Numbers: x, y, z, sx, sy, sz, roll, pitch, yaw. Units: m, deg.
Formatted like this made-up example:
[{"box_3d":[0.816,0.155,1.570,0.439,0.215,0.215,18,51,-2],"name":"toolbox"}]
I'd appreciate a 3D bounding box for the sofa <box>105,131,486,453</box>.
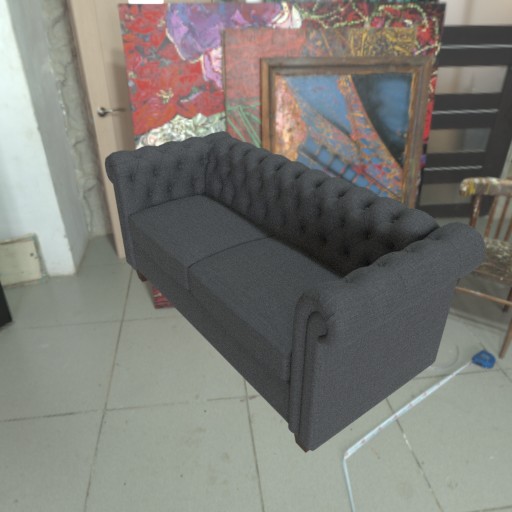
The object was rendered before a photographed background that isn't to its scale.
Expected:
[{"box_3d":[0.000,0.000,2.198,0.783,0.797,1.798,-21,37,-31],"name":"sofa"}]
